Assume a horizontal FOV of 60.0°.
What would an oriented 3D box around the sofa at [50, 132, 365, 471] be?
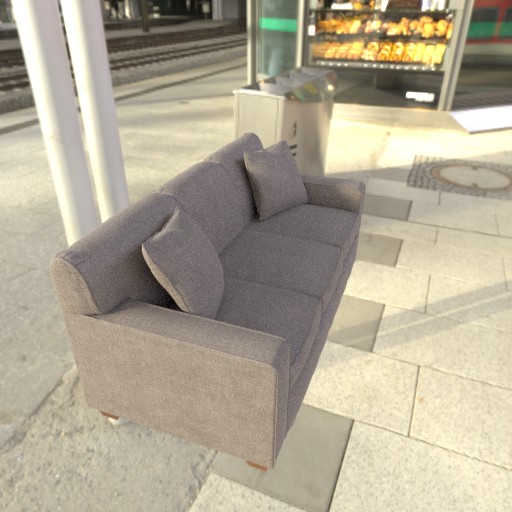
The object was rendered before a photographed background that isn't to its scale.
[{"bbox_3d":[0.000,0.000,2.584,0.997,0.958,2.024,11,31,18],"label":"sofa"}]
